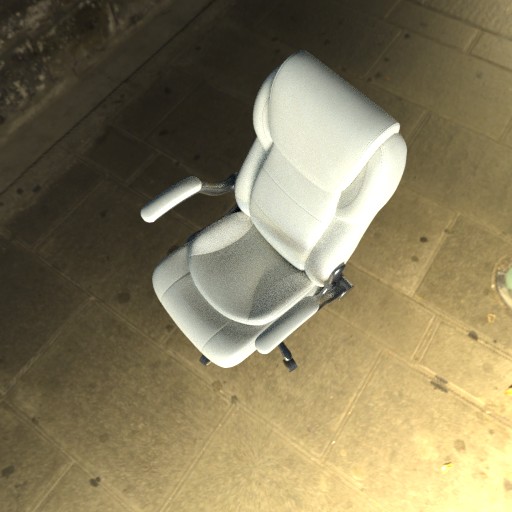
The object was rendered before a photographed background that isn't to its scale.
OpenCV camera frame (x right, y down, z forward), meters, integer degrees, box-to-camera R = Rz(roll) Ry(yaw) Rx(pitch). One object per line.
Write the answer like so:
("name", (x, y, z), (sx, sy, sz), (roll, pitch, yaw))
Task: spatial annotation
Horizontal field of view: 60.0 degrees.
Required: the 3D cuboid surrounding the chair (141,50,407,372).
("chair", (0.000, 0.000, 1.786), (0.806, 1.330, 0.755), (-38, 70, -16))
